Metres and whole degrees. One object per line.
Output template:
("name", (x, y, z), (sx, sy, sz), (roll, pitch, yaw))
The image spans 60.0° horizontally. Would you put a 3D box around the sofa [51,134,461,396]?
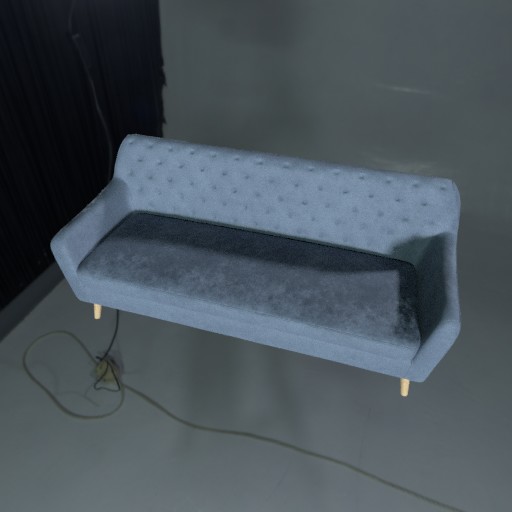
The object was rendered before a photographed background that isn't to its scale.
("sofa", (0.000, 0.000, 2.374), (1.975, 0.832, 0.841), (11, 41, 13))
